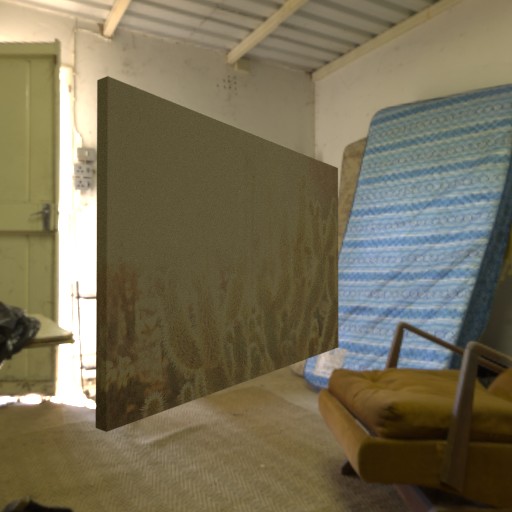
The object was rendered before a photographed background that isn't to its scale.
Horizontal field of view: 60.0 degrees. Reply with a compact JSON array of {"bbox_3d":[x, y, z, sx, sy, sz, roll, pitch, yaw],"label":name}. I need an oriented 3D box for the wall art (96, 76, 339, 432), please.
[{"bbox_3d":[0.000,0.000,1.417,0.041,0.758,1.142,-1,-1,36],"label":"wall art"}]
